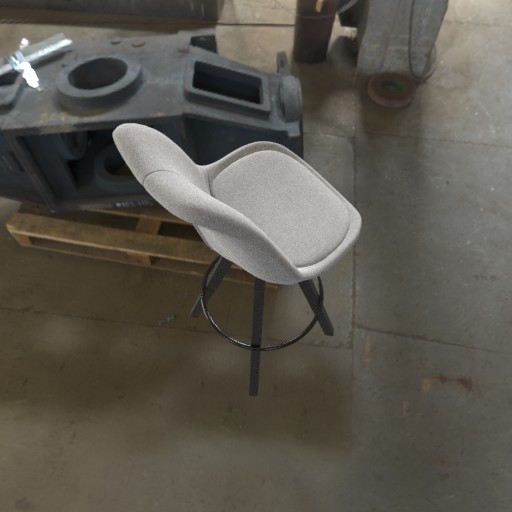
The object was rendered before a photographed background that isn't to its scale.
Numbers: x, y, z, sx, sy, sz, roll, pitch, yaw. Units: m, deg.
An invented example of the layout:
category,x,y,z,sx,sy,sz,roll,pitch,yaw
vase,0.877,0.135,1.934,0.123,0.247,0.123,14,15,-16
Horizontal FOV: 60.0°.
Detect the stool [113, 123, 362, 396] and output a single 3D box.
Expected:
category,x,y,z,sx,sy,sz,roll,pitch,yaw
stool,0.000,0.000,1.390,0.550,1.115,0.485,-33,64,-19
